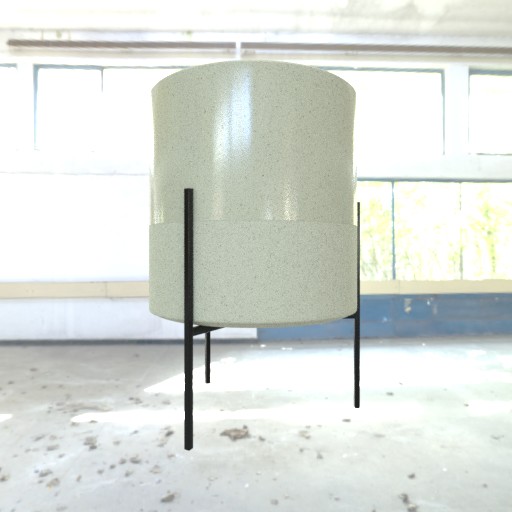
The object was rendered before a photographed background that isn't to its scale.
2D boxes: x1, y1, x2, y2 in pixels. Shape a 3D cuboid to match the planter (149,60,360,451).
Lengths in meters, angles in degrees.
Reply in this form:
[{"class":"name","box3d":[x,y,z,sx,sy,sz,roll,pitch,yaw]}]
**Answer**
[{"class":"planter","box3d":[0.000,0.000,0.687,0.323,0.475,0.314,0,0,-1]}]
